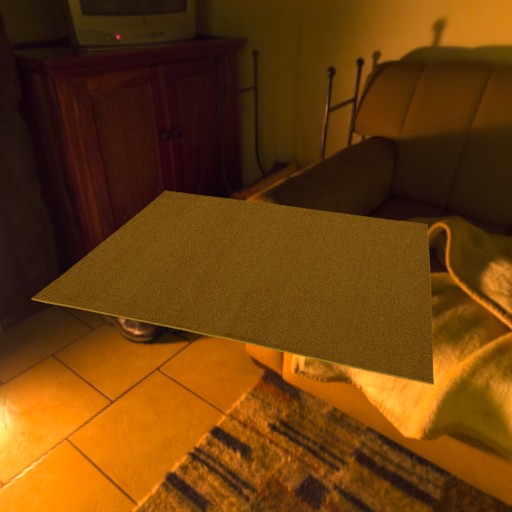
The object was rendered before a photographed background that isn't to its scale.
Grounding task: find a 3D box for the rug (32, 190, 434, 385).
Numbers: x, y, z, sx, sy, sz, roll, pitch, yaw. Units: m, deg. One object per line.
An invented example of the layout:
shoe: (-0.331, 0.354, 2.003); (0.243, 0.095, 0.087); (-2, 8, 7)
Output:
rug: (0.000, 0.000, 4.282); (3.202, 0.045, 2.434); (9, 32, 15)
